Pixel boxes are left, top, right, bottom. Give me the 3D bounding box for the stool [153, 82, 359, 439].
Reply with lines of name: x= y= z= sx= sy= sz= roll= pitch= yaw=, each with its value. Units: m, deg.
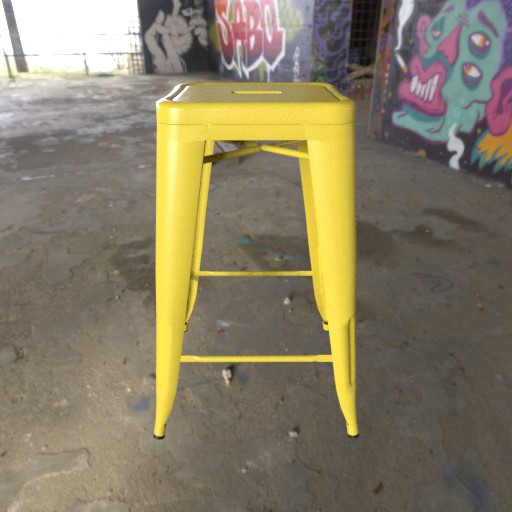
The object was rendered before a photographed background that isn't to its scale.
stool: x=0.000 y=0.000 z=0.864 sx=0.399 sy=0.609 sz=0.359 roll=0 pitch=28 yaw=-1
